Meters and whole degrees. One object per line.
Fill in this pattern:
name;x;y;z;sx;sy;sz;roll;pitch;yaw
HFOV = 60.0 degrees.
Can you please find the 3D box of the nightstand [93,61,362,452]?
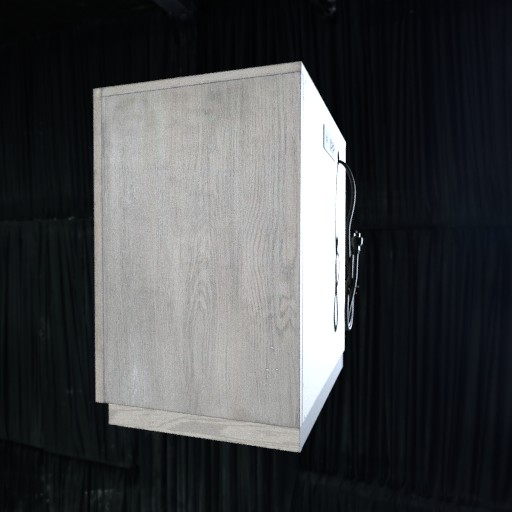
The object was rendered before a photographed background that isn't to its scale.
nightstand;0.000;0.000;1.100;0.483;0.673;0.612;0;1;18
